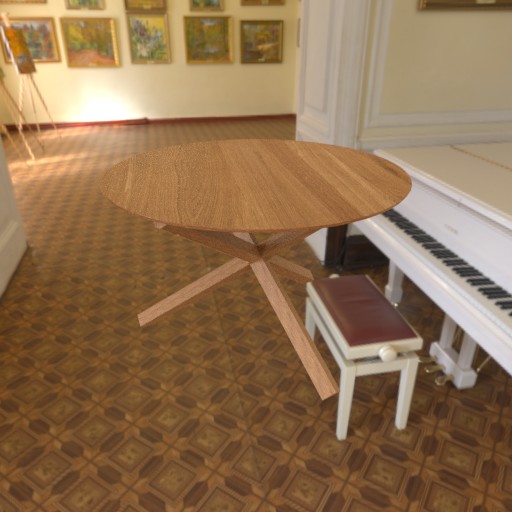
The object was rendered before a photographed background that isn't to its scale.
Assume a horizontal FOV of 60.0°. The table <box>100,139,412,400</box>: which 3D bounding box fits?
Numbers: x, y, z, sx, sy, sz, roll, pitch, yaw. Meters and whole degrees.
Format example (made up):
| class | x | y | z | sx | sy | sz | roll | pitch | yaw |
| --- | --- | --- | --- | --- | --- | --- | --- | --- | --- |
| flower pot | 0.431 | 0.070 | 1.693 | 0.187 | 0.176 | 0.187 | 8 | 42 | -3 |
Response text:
| class | x | y | z | sx | sy | sz | roll | pitch | yaw |
| --- | --- | --- | --- | --- | --- | --- | --- | --- | --- |
| table | 0.000 | 0.000 | 1.693 | 1.038 | 0.666 | 1.038 | 0 | 27 | 0 |
